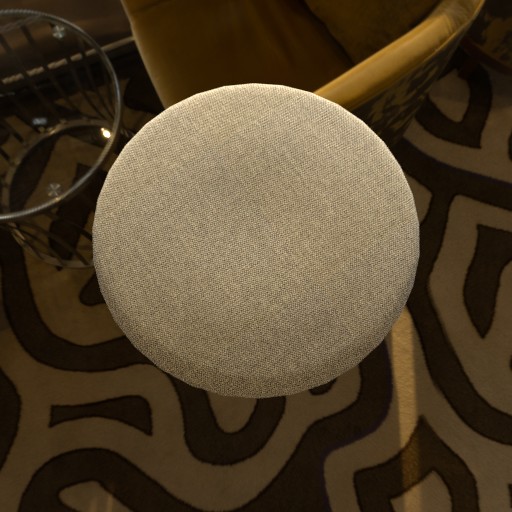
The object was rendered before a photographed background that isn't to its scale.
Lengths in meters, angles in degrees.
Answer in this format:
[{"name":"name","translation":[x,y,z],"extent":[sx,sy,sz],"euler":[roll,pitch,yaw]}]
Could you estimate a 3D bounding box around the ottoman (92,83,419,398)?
[{"name":"ottoman","translation":[0.000,0.000,0.852],"extent":[0.500,0.419,0.500],"euler":[0,76,0]}]
